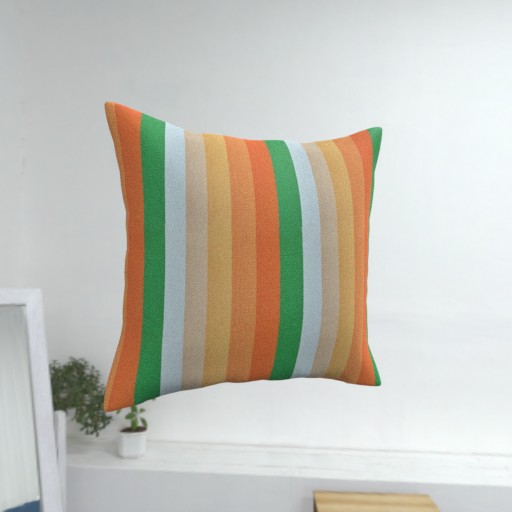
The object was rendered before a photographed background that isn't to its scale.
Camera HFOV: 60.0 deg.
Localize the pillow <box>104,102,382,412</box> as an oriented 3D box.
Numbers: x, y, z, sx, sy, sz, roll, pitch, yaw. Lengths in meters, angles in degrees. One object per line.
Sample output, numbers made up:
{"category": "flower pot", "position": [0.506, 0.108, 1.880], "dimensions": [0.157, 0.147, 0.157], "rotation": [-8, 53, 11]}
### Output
{"category": "pillow", "position": [0.000, 0.000, 0.697], "dimensions": [0.453, 0.444, 0.169], "rotation": [0, -1, -17]}
